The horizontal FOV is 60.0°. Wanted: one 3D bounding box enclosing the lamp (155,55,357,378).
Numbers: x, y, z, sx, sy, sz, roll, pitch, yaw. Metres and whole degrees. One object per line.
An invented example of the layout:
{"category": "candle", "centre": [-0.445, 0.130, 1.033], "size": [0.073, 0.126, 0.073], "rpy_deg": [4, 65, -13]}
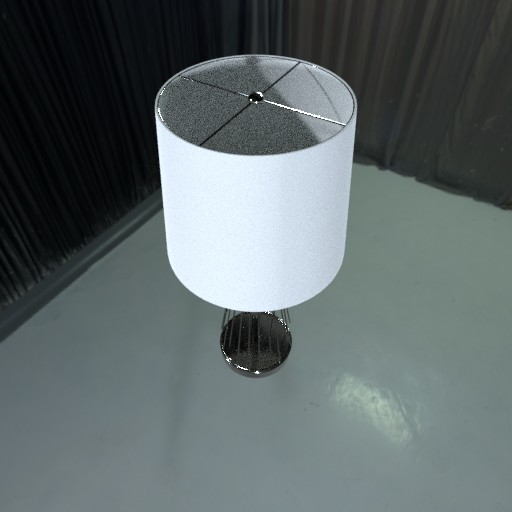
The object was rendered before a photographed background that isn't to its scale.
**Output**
{"category": "lamp", "centre": [0.000, 0.000, 0.797], "size": [0.303, 0.618, 0.303], "rpy_deg": [0, 48, 0]}
